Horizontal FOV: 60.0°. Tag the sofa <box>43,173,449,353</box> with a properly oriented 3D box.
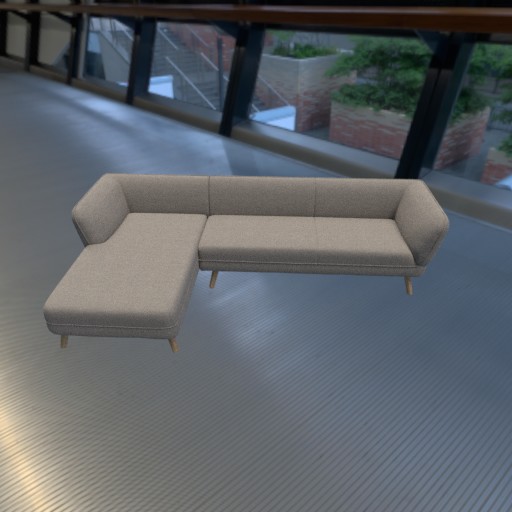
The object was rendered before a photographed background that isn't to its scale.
[{"bbox_3d":[0.000,0.000,3.210,2.653,0.693,1.532,2,31,3],"label":"sofa"}]
